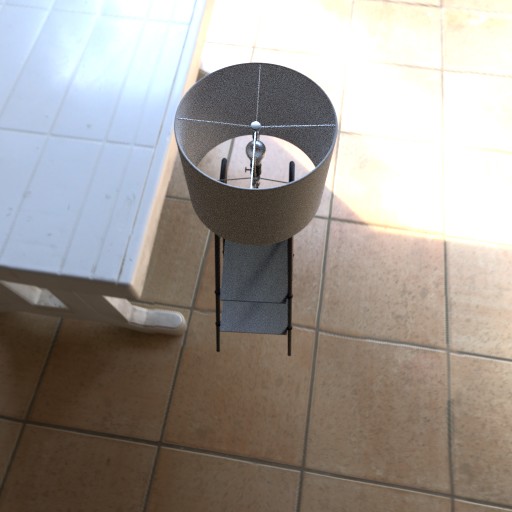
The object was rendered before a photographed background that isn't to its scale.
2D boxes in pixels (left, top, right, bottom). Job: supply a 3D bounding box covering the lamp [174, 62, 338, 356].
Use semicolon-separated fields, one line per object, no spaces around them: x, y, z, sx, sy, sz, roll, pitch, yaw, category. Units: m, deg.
0.000;0.000;1.685;0.384;1.474;0.427;3;65;1;lamp
